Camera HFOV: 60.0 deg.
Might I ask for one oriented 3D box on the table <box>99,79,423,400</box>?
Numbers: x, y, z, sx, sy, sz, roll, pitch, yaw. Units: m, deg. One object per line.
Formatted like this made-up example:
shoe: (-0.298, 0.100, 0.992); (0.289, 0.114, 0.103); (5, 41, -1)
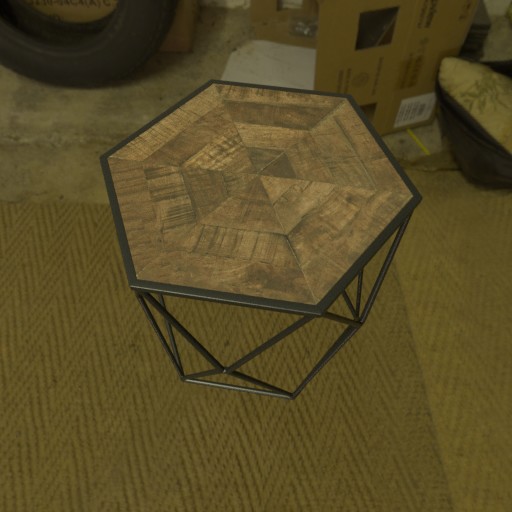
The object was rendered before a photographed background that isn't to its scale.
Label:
table: (0.000, 0.000, 1.048); (0.579, 0.564, 0.578); (-17, 60, -10)
